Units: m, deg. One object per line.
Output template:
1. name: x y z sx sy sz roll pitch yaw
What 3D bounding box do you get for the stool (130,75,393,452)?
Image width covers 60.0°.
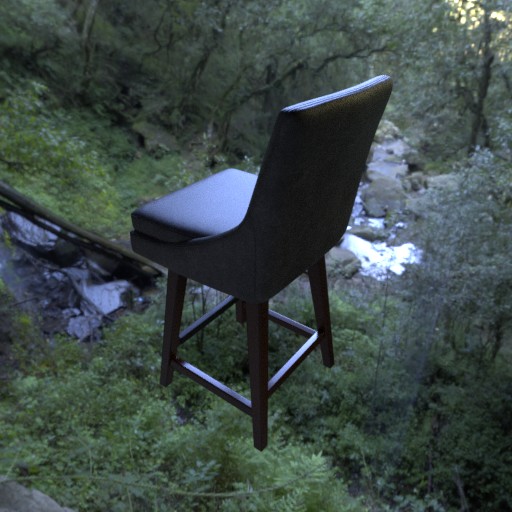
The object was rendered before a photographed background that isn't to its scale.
1. stool: 0.000 0.000 1.366 0.587 1.046 0.492 22 38 31
